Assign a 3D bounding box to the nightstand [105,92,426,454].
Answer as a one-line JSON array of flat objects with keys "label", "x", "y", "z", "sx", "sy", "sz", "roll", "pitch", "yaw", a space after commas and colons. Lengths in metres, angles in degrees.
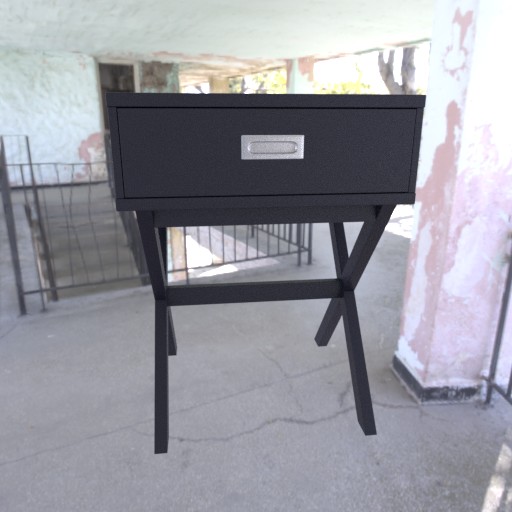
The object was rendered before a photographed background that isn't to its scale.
[{"label": "nightstand", "x": 0.000, "y": 0.000, "z": 0.934, "sx": 0.479, "sy": 0.623, "sz": 0.402, "roll": -2, "pitch": 17, "yaw": -7}]
